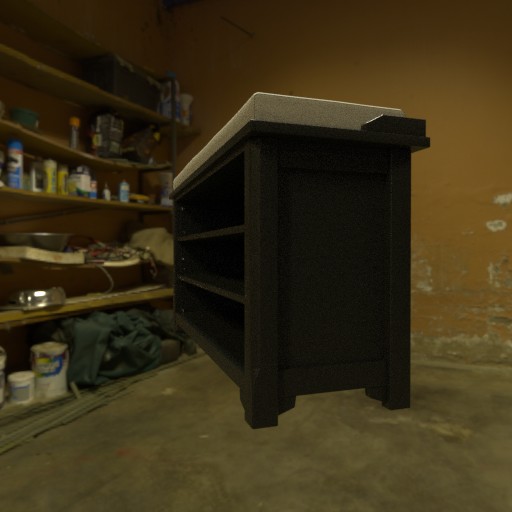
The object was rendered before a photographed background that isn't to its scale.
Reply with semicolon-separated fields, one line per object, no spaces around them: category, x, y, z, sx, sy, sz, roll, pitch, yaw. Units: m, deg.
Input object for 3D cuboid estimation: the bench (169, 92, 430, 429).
bench;0.000;0.000;1.215;0.345;0.561;0.973;0;1;-19
